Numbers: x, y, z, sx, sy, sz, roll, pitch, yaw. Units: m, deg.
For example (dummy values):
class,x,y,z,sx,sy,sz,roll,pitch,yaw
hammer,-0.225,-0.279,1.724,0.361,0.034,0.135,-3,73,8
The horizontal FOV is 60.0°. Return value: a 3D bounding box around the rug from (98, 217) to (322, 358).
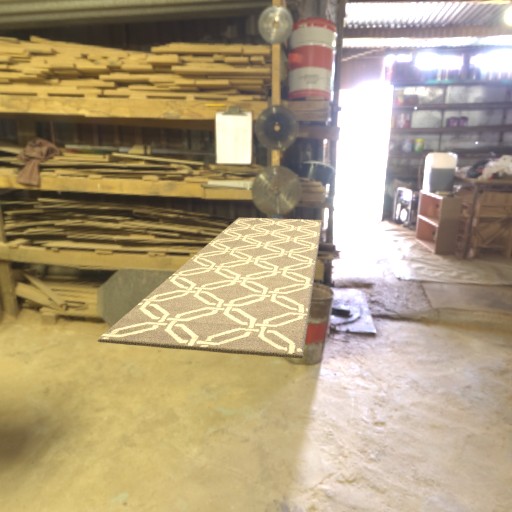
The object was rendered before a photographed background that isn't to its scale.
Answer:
class,x,y,z,sx,sy,sz,roll,pitch,yaw
rug,0.000,0.000,2.487,0.678,0.014,2.276,3,15,9
